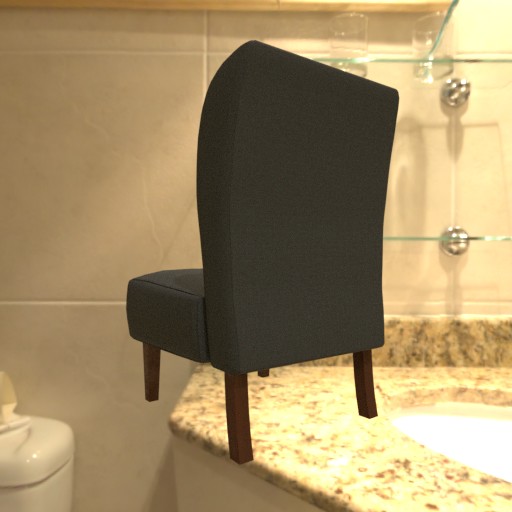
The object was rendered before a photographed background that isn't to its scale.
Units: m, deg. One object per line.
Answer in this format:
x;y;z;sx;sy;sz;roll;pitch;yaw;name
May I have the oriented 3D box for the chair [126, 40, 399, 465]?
0.000;0.000;1.172;0.513;0.804;0.592;0;0;-37;chair
